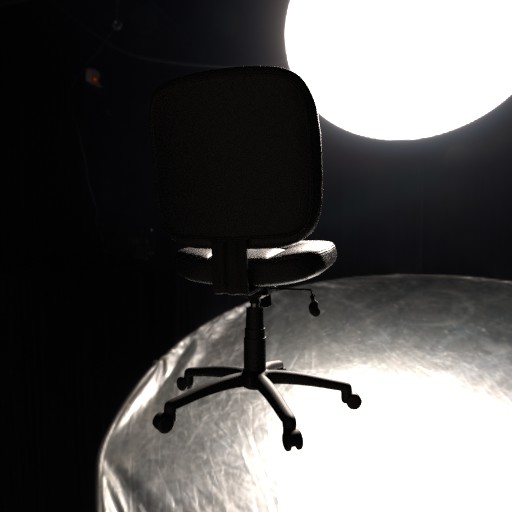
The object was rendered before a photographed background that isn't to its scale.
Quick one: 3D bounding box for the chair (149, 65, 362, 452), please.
[{"bbox_3d":[0.000,0.000,1.405,0.647,0.959,0.646,0,1,18],"label":"chair"}]
